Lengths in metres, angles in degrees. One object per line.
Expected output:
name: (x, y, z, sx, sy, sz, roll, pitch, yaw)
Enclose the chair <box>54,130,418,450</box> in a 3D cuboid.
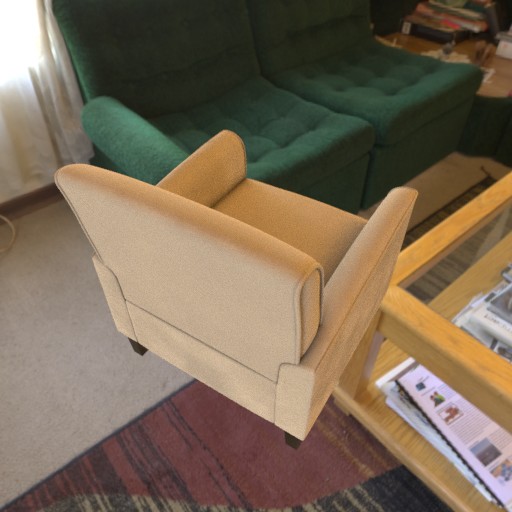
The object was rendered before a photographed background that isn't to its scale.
chair: (0.000, 0.000, 1.545, 0.820, 0.915, 0.821, 24, 49, 23)
